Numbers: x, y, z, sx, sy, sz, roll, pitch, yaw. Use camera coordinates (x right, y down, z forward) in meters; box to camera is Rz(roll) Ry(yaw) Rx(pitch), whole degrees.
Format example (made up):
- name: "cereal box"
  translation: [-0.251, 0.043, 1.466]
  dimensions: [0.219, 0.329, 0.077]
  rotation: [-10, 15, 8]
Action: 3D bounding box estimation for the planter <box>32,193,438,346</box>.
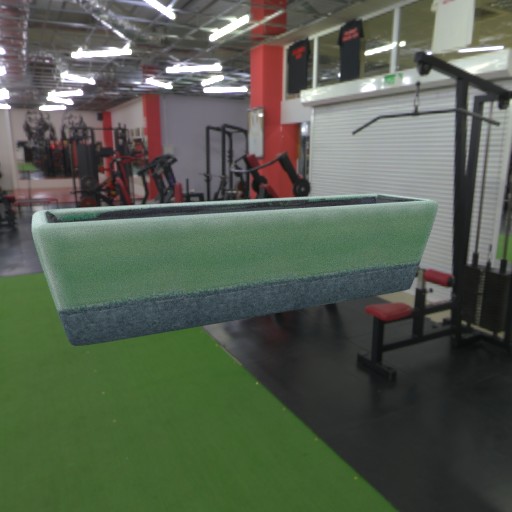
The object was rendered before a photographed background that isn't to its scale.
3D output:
- name: "planter"
  translation: [0.000, 0.000, 0.311]
  dimensions: [0.275, 0.072, 0.072]
  rotation: [-6, 14, -25]
